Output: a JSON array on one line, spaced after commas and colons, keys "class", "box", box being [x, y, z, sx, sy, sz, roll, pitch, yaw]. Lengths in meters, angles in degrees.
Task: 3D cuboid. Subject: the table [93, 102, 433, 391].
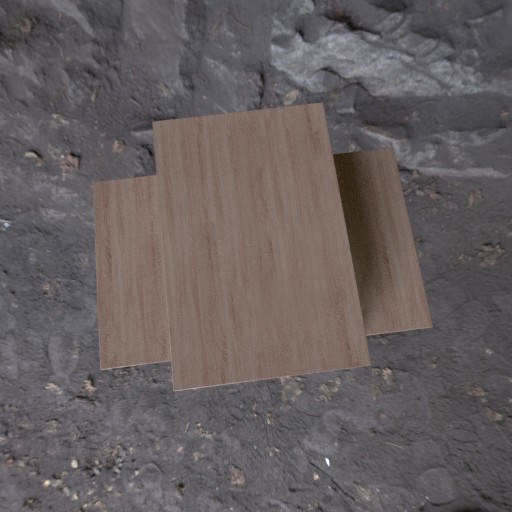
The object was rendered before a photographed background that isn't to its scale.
[{"class": "table", "box": [0.000, 0.000, 2.091, 1.443, 0.700, 1.100, -7, 76, -2]}]
